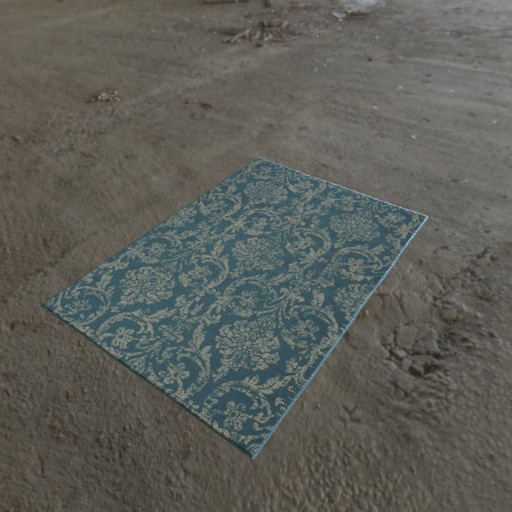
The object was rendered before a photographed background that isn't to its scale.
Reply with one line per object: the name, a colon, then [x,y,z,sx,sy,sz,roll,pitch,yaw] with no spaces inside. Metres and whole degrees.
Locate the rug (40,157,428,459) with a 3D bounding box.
rug: [0.000,0.000,2.941,1.554,0.012,2.205,25,47,26]
